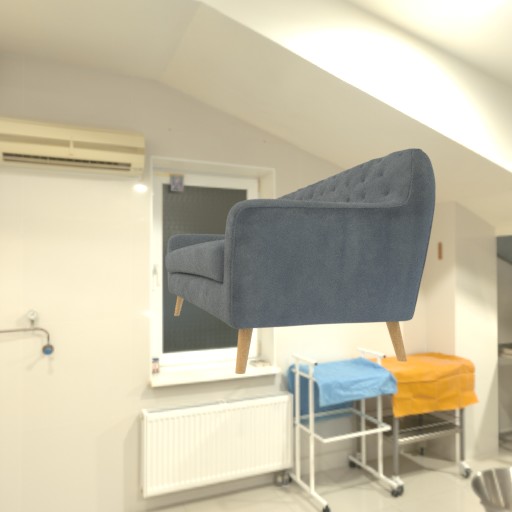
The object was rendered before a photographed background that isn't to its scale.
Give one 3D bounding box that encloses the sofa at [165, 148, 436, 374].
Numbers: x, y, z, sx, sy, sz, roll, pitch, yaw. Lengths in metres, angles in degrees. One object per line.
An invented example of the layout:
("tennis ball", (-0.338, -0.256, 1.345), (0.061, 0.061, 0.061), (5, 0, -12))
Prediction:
("sofa", (0.000, 0.000, 2.451), (0.841, 0.832, 1.975), (0, -1, -17))
